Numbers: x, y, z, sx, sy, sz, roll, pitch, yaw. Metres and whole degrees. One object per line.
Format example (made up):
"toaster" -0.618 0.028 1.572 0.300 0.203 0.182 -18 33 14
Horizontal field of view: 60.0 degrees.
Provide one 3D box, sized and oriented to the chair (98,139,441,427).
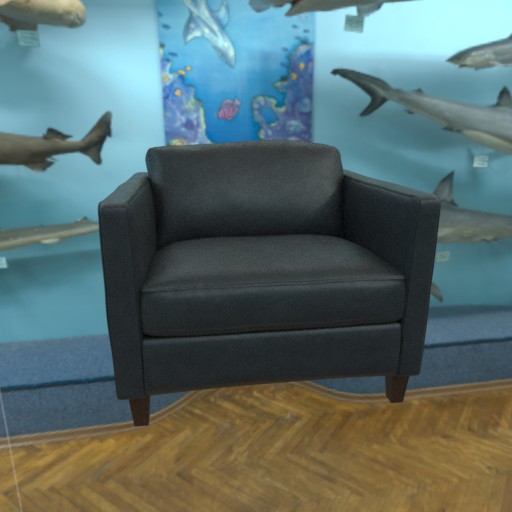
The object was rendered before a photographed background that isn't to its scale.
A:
"chair" 0.000 0.000 1.619 0.939 0.811 0.862 -2 16 -8
